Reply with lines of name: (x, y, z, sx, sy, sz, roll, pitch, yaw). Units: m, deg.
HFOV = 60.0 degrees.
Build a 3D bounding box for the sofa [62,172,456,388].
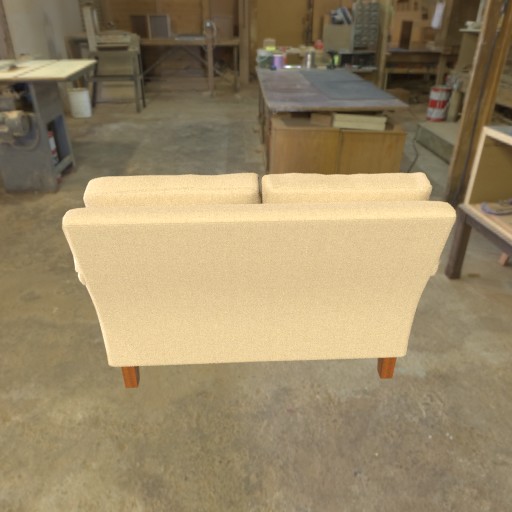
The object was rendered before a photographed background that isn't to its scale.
sofa: (0.000, 0.000, 2.270, 1.508, 1.048, 1.087, -1, 29, -2)
